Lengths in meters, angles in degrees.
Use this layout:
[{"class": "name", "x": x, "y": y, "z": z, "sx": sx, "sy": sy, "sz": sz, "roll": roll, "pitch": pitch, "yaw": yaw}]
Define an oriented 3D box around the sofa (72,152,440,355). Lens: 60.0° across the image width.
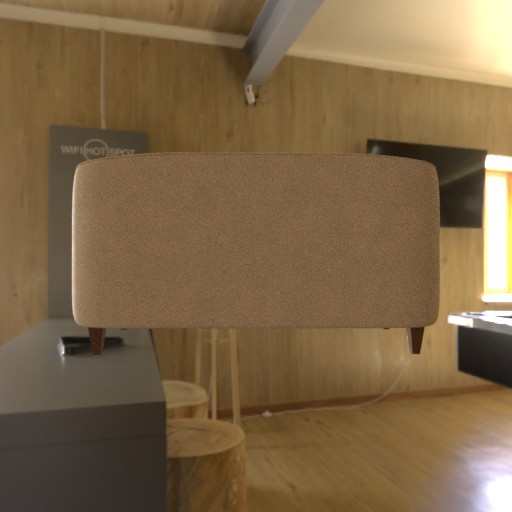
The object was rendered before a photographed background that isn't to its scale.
[{"class": "sofa", "x": 0.000, "y": 0.000, "z": 2.332, "sx": 1.731, "sy": 0.878, "sz": 0.940, "roll": 0, "pitch": -1, "yaw": -1}]
